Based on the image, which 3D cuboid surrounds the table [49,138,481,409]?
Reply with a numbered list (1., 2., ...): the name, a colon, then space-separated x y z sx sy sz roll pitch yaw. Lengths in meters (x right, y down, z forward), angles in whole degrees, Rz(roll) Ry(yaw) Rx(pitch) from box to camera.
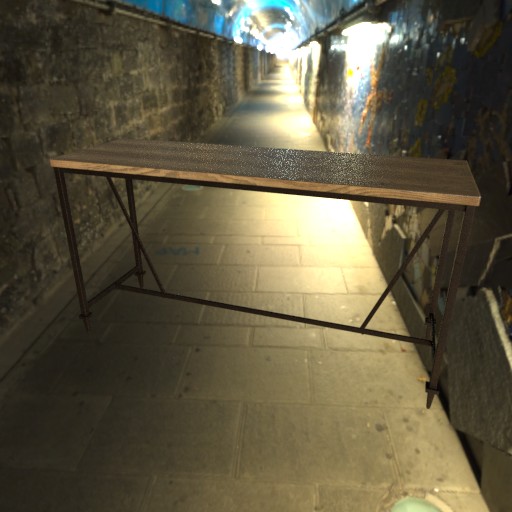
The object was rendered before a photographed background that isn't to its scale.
1. table: 0.000 0.000 2.076 1.700 0.902 0.551 8 26 17
